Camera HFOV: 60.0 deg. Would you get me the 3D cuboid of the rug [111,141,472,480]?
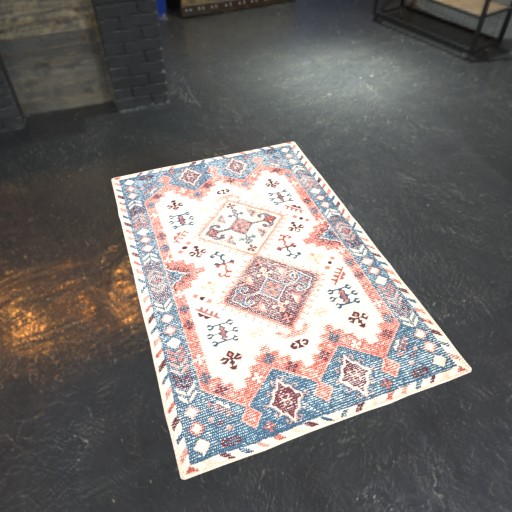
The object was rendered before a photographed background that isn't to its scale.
[{"bbox_3d":[0.000,0.000,2.262,1.225,0.015,1.840,-15,48,-14],"label":"rug"}]
